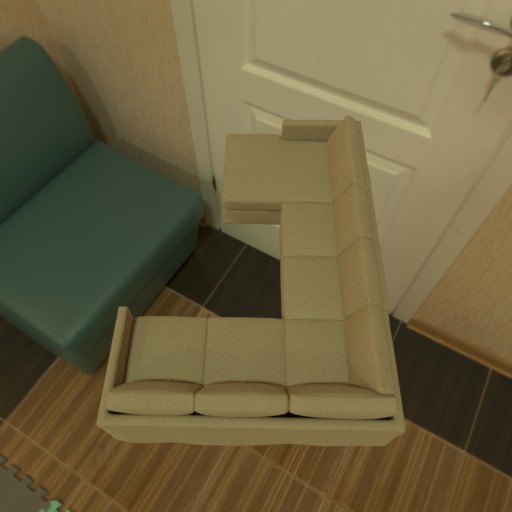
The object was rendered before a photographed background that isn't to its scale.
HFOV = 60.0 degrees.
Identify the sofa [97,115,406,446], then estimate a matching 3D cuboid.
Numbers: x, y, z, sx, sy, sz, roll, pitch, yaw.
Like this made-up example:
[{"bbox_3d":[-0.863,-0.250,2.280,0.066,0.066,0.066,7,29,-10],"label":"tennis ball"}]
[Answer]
[{"bbox_3d":[0.000,0.000,4.547,2.476,0.878,3.528,1,59,1],"label":"sofa"}]
